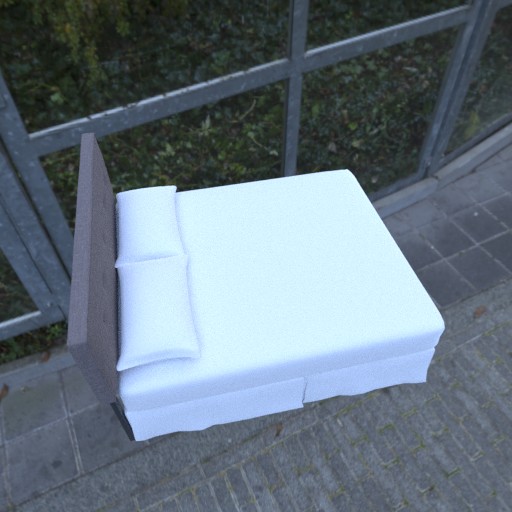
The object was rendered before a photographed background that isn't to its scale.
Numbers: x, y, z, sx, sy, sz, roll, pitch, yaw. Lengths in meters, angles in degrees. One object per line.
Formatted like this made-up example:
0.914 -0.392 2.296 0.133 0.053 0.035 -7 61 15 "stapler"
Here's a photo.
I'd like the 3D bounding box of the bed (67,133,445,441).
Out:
0.000 0.000 2.786 1.894 1.089 1.610 -10 48 -9 "bed"
